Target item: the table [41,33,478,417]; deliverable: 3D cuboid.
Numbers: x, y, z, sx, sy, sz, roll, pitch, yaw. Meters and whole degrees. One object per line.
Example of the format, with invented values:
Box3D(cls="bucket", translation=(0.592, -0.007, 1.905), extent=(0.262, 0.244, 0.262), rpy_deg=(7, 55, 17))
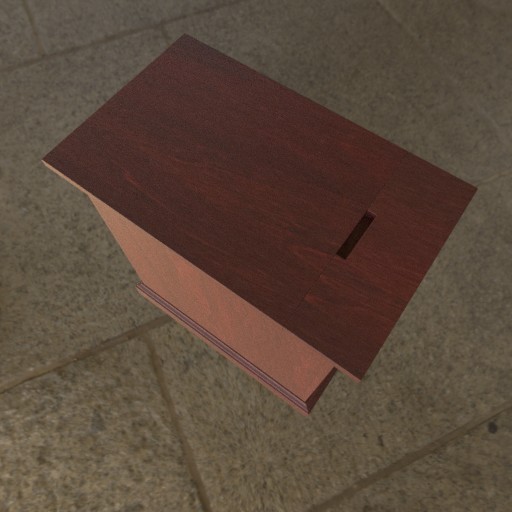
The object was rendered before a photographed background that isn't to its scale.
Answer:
Box3D(cls="table", translation=(0.000, 0.000, 0.969), extent=(0.584, 0.612, 0.356), rpy_deg=(33, 69, 14))
